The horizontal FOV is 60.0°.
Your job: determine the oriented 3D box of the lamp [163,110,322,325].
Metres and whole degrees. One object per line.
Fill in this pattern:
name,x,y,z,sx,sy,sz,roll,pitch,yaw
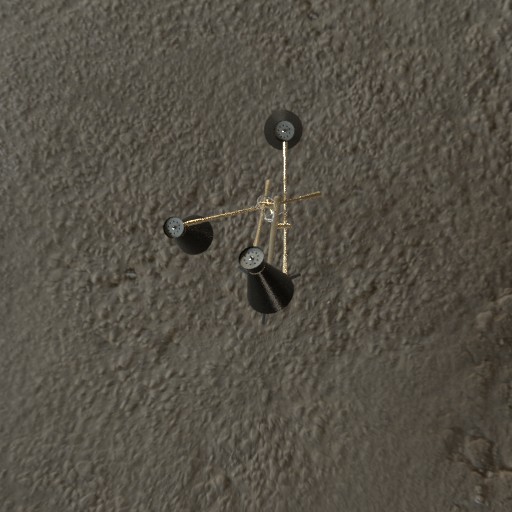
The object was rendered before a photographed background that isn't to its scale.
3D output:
lamp,0.000,0.000,2.161,0.653,1.804,0.750,-22,76,-6
